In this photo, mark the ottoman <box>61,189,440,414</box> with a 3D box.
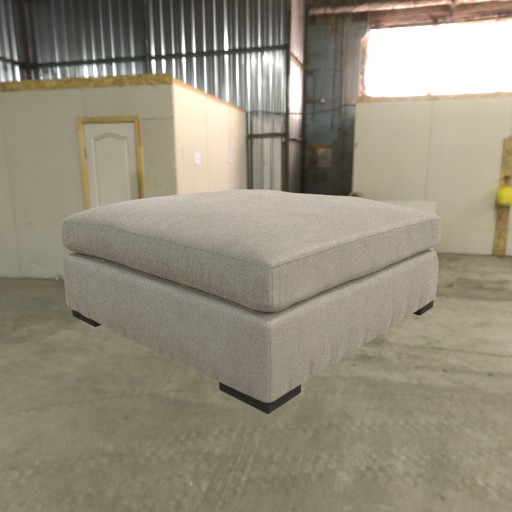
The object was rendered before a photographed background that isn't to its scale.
[{"bbox_3d":[0.000,0.000,1.895,1.171,0.517,1.203,12,17,41],"label":"ottoman"}]
